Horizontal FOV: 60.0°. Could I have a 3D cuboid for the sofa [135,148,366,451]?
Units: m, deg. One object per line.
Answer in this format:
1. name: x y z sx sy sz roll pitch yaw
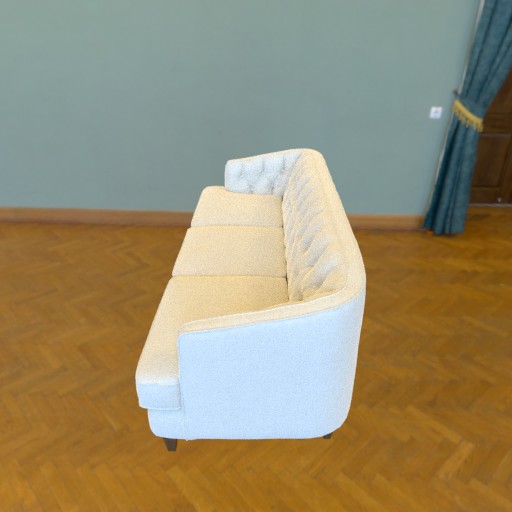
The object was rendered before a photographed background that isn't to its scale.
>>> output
1. sofa: 0.000 0.000 2.726 0.941 0.855 2.278 1 28 1
